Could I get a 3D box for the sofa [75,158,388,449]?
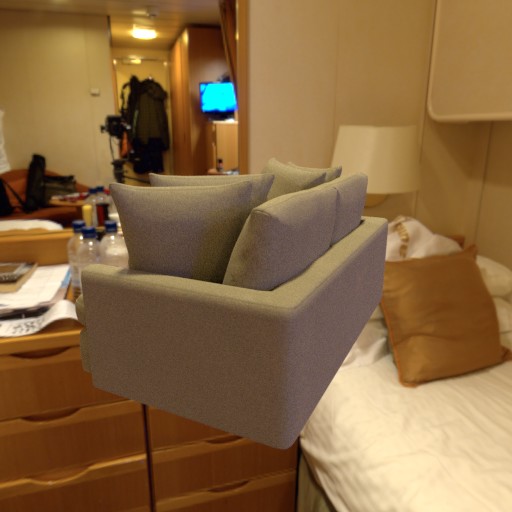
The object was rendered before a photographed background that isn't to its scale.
[{"bbox_3d":[0.000,0.000,2.670,1.228,1.080,1.869,8,18,25],"label":"sofa"}]
